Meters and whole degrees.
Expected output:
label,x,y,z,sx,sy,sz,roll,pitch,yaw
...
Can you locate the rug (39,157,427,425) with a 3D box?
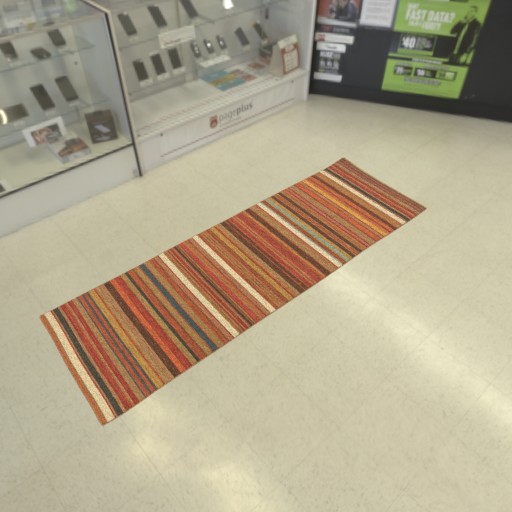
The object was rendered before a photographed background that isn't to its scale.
label,x,y,z,sx,sy,sz,roll,pitch,yaw
rug,0.000,0.000,2.759,2.444,0.030,0.799,-30,53,-26
